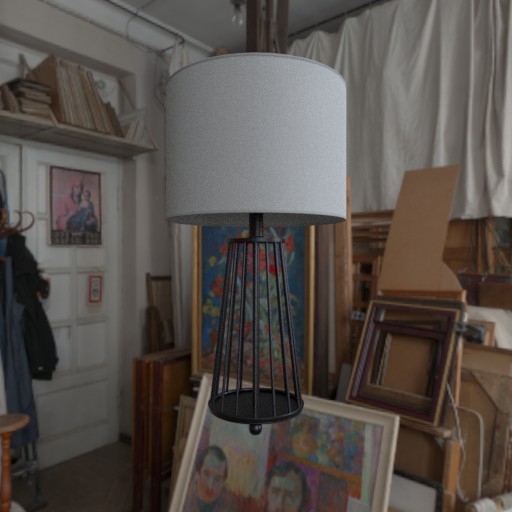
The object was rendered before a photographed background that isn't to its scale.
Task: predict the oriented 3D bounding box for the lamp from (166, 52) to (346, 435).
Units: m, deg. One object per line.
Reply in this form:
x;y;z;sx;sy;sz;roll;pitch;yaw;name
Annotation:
0.000;0.000;0.806;0.322;0.593;0.322;0;0;1;lamp
